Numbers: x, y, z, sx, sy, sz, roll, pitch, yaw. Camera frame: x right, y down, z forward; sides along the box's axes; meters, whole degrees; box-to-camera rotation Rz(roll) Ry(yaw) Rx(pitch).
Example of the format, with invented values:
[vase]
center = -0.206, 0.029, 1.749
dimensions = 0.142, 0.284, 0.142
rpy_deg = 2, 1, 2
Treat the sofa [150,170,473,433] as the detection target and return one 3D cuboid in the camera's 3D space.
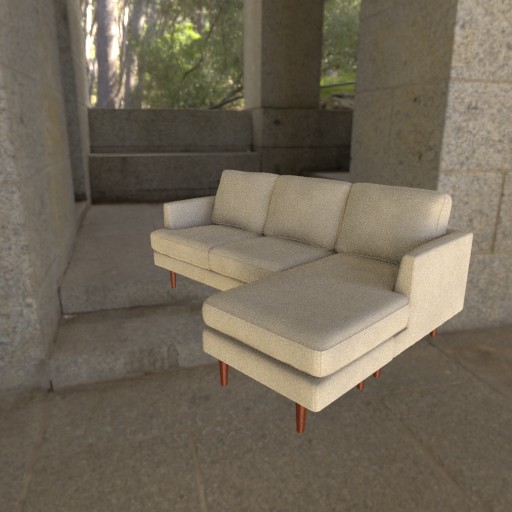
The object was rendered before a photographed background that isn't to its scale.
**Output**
[sofa]
center = 0.000, 0.000, 2.982
dimensions = 1.504, 0.956, 2.233
rpy_deg = -16, 22, -42
